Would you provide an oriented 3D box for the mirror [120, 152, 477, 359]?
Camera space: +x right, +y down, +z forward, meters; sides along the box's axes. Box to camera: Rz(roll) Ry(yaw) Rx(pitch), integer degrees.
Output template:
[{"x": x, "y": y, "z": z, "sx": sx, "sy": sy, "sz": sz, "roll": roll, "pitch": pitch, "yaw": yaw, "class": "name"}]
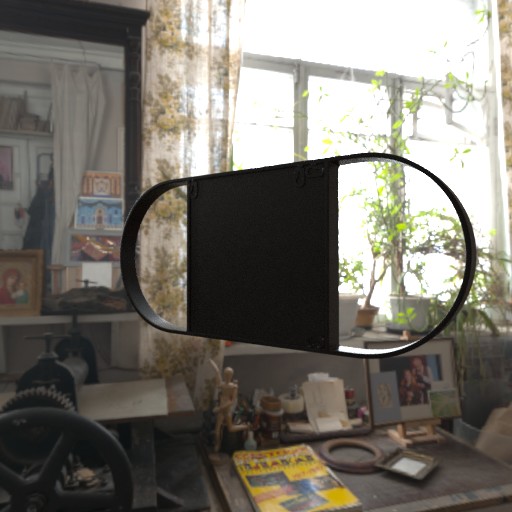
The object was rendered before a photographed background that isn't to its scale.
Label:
[{"x": 0.000, "y": 0.000, "z": 0.653, "sx": 0.584, "sy": 0.254, "sz": 0.032, "roll": 0, "pitch": 0, "yaw": 35, "class": "mirror"}]
